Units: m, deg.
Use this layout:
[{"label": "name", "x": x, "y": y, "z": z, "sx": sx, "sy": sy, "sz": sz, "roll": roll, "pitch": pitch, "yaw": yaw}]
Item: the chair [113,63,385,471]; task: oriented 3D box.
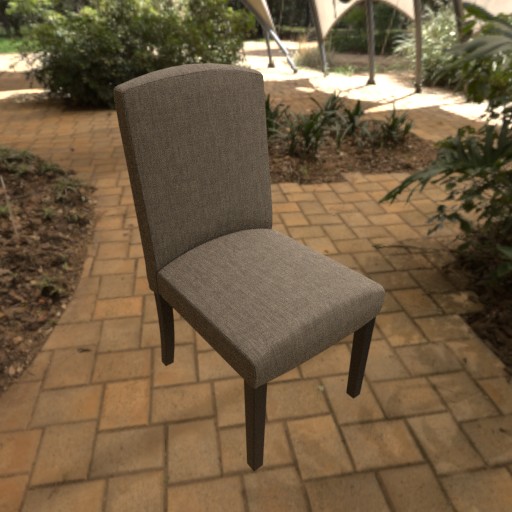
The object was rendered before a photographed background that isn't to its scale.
[{"label": "chair", "x": 0.000, "y": 0.000, "z": 1.208, "sx": 0.451, "sy": 0.917, "sz": 0.580, "roll": -22, "pitch": 37, "yaw": -32}]
